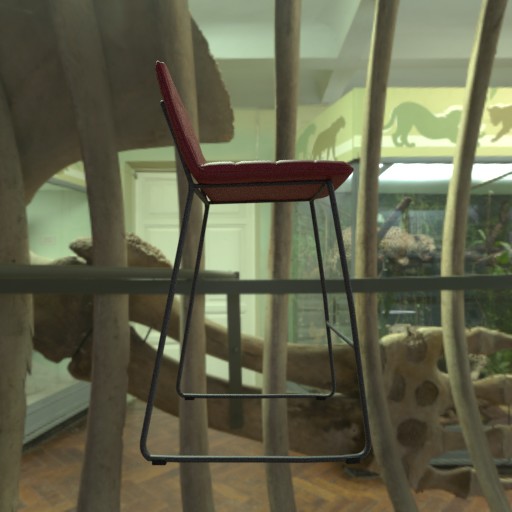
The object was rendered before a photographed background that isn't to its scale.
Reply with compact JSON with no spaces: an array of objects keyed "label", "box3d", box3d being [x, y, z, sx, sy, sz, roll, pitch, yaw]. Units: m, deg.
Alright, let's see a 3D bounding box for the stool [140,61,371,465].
[{"label":"stool","box3d":[0.000,0.000,1.234,0.524,0.937,0.489,0,-1,0]}]
